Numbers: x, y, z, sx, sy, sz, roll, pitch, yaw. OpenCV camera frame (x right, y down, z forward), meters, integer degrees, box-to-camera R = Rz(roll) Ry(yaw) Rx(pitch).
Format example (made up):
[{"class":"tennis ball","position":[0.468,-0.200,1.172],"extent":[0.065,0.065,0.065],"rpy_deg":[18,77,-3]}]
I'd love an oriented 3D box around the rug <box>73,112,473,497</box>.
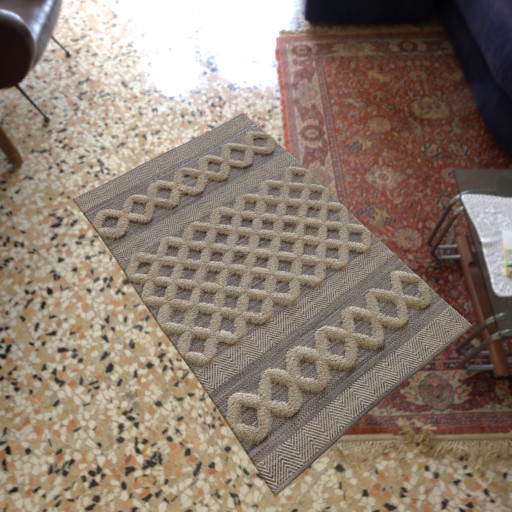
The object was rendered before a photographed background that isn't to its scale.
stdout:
[{"class":"rug","position":[0.000,0.000,2.897],"extent":[1.513,0.033,2.333],"rpy_deg":[-33,64,-18]}]
